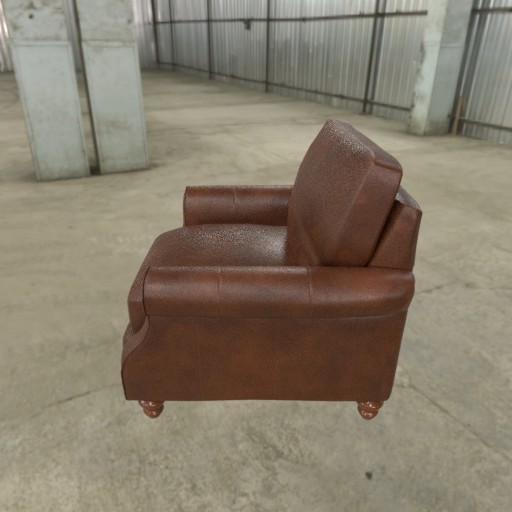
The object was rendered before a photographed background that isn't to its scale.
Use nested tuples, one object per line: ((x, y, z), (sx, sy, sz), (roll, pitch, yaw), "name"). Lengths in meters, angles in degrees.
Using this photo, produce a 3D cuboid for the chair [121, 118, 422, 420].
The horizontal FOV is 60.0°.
((0.000, 0.000, 1.760), (0.992, 0.972, 0.989), (0, 26, 0), "chair")
